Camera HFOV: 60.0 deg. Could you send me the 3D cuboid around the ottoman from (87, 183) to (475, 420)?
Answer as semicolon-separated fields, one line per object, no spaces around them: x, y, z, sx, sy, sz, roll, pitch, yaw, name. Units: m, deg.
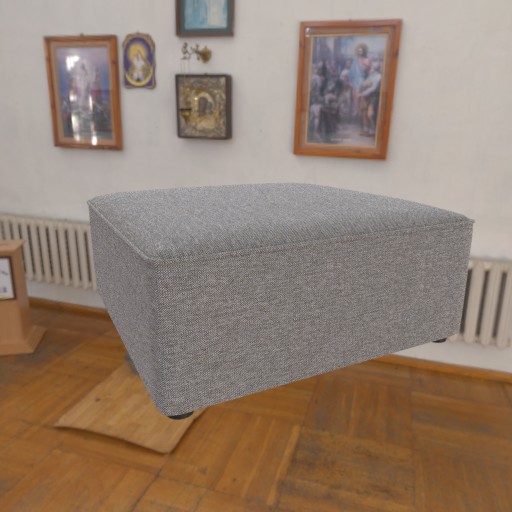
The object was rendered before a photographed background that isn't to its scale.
0.000;0.000;1.581;1.005;0.455;1.005;-8;17;-26;ottoman
